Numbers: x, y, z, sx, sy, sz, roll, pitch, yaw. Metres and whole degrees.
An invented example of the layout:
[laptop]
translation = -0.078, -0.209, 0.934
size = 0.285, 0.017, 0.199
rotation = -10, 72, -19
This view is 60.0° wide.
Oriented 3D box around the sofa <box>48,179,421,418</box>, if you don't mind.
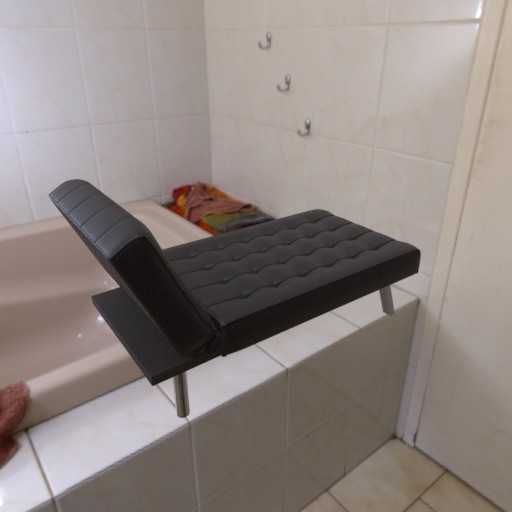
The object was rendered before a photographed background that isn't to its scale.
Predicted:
[sofa]
translation = 0.000, 0.000, 2.096
size = 1.560, 0.820, 0.760
rotation = -17, 31, -32
